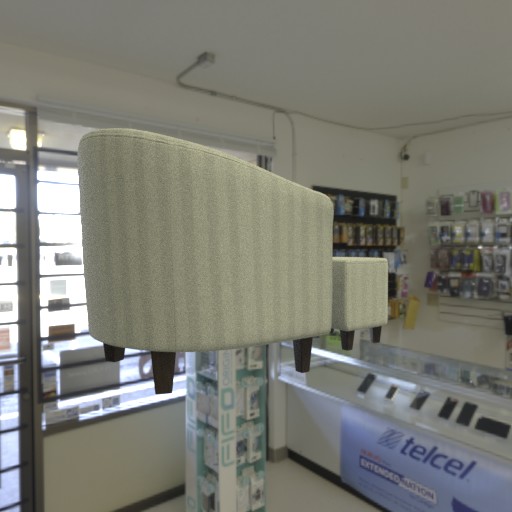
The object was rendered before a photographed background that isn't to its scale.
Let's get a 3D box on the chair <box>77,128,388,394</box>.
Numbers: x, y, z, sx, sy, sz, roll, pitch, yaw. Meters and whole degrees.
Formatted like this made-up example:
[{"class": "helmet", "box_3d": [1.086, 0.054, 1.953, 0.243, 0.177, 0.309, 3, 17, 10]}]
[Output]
[{"class": "chair", "box_3d": [0.000, 0.000, 1.712, 1.288, 0.757, 0.756, -1, 1, -36]}]
